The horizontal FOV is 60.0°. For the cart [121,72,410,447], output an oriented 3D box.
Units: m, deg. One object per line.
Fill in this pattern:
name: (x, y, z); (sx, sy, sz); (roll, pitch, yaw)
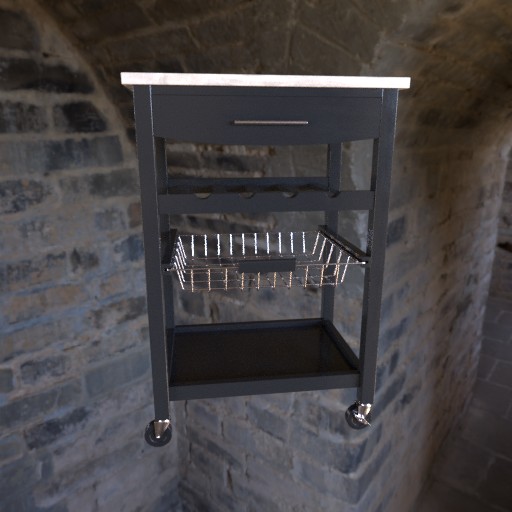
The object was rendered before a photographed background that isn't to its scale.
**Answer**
cart: (0.000, 0.000, 1.165); (0.584, 0.839, 0.403); (-2, 15, -7)
